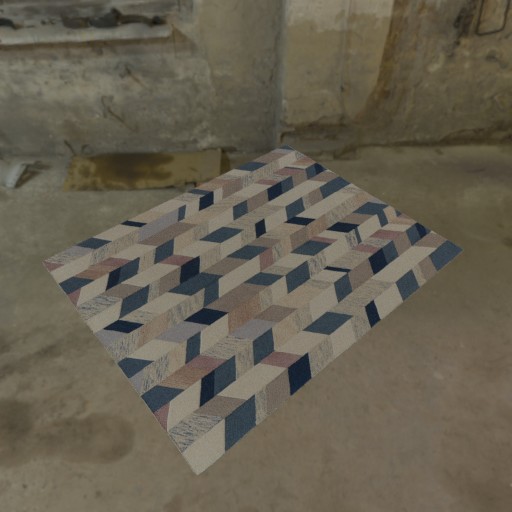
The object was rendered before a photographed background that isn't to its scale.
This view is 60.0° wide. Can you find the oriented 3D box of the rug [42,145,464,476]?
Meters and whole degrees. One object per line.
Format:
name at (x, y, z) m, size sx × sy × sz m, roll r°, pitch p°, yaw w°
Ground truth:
rug at (0.000, 0.000, 4.112) m, size 3.072 × 0.011 × 2.451 m, roll -32°, pitch 53°, yaw -27°
